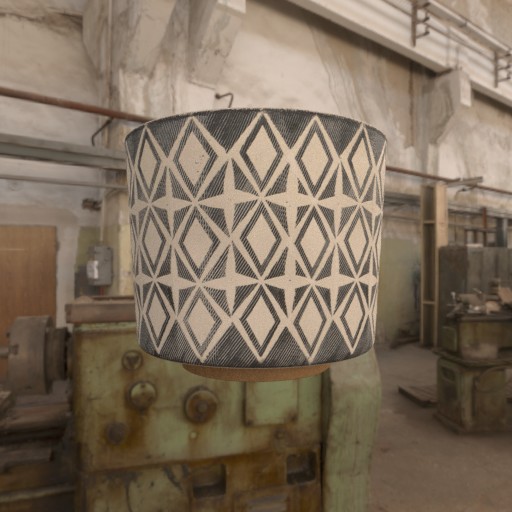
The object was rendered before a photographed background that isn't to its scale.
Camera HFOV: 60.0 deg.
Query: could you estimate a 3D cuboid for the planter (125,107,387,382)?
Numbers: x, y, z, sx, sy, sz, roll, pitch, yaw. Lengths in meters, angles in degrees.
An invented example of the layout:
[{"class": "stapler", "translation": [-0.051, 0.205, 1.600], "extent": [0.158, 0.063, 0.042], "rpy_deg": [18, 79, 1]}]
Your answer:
[{"class": "planter", "translation": [0.000, 0.000, 0.457], "extent": [0.260, 0.220, 0.260], "rpy_deg": [0, 0, 0]}]
